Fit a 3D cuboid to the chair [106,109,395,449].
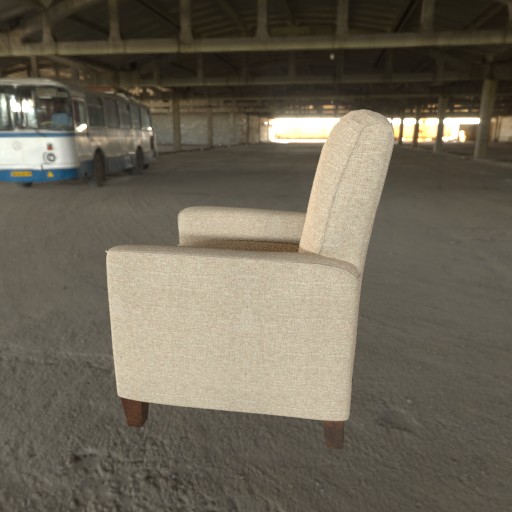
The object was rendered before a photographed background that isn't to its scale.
[{"bbox_3d":[0.000,0.000,1.661,0.858,1.028,0.841,3,16,9],"label":"chair"}]
